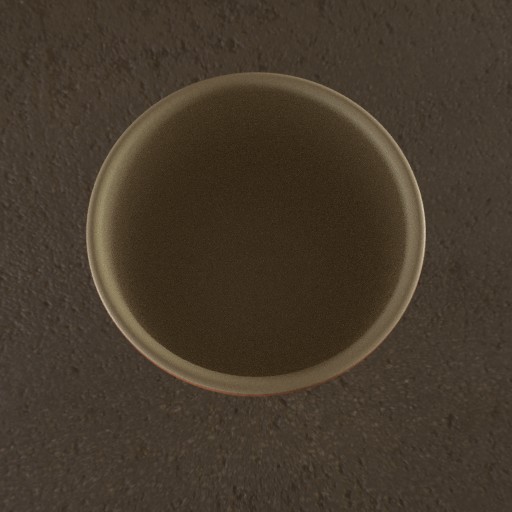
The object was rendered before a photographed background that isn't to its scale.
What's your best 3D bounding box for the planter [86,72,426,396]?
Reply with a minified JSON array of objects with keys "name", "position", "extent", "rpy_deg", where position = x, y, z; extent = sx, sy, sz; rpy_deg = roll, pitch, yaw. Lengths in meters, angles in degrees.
[{"name":"planter","position":[0.000,0.000,0.212],"extent":[0.124,0.109,0.124],"rpy_deg":[0,75,0]}]
